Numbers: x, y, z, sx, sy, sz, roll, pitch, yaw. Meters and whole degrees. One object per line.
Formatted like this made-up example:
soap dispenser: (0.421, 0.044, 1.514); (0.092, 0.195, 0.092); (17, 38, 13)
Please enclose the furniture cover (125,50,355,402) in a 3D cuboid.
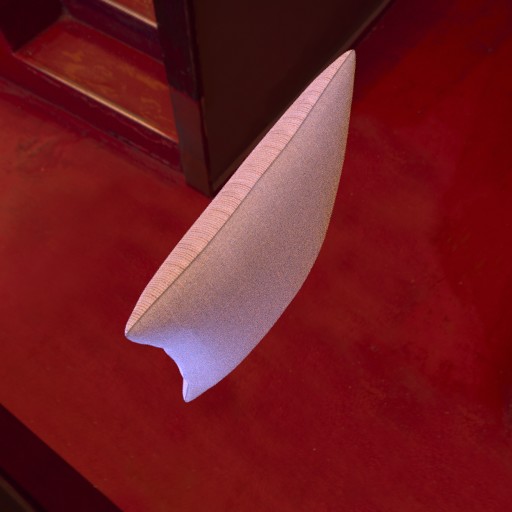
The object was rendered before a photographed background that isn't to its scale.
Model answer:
furniture cover: (0.000, 0.000, 0.773); (0.178, 0.506, 0.512); (31, 68, 14)
